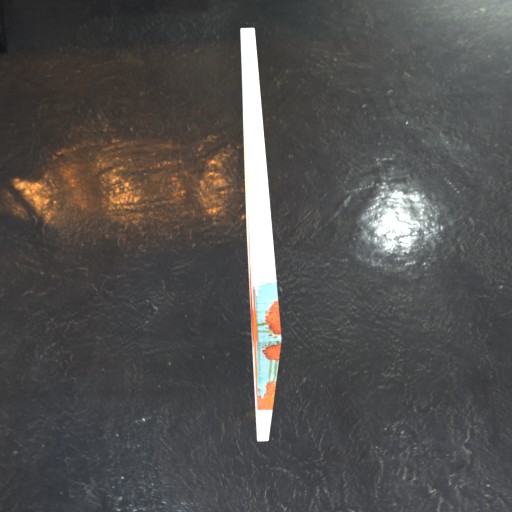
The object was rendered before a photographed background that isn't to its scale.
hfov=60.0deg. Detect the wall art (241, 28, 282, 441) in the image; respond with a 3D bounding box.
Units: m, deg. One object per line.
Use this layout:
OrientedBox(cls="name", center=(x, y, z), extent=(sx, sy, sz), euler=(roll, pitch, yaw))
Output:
OrientedBox(cls="wall art", center=(0.000, 0.000, 1.519), extent=(0.044, 1.017, 1.017), euler=(-2, 58, -2))
